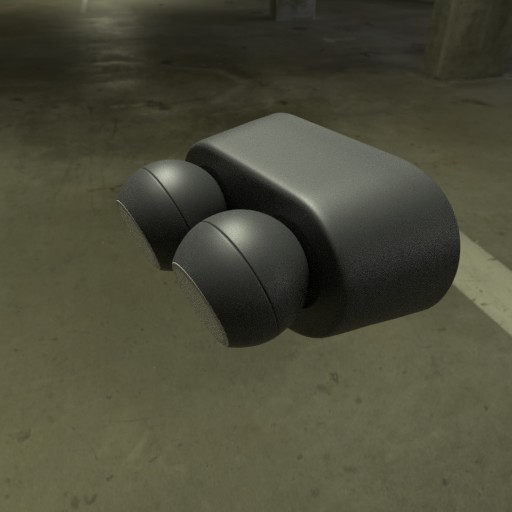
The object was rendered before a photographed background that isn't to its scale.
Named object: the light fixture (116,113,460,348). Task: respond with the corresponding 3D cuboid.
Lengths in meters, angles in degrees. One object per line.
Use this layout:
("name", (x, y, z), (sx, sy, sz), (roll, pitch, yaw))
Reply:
("light fixture", (0.000, 0.000, 0.336), (0.159, 0.159, 0.229), (-21, 40, -28))
